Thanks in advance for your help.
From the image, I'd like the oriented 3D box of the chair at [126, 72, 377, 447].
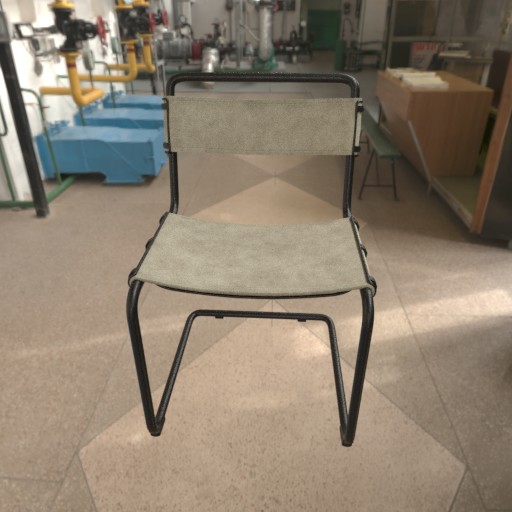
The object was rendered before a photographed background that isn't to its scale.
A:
[{"bbox_3d":[0.000,0.000,1.047,0.499,0.747,0.497,2,30,3],"label":"chair"}]
